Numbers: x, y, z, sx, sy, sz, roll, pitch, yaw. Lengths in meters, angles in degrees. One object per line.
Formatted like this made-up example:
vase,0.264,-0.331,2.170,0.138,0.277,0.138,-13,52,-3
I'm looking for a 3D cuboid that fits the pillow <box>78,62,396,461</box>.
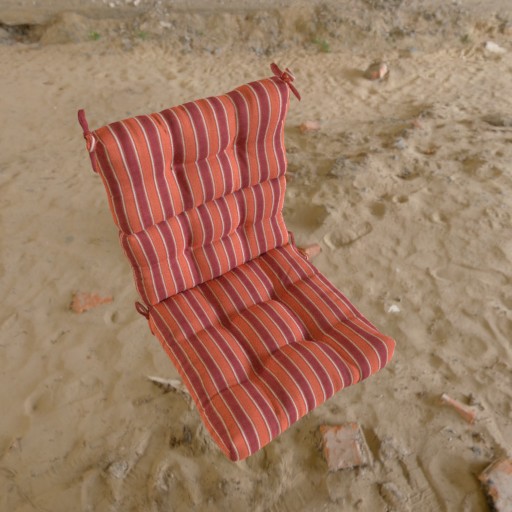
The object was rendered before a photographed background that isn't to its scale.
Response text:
pillow,0.000,0.000,0.996,0.519,0.605,0.571,-25,51,-22
